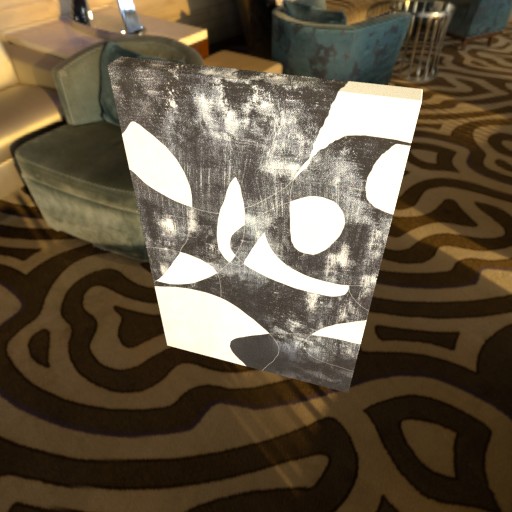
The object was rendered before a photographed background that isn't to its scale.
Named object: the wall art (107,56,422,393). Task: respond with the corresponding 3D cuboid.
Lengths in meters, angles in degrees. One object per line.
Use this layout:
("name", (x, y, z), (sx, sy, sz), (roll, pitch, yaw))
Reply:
("wall art", (0.000, 0.000, 0.765), (0.407, 0.610, 0.039), (12, 43, 13))
